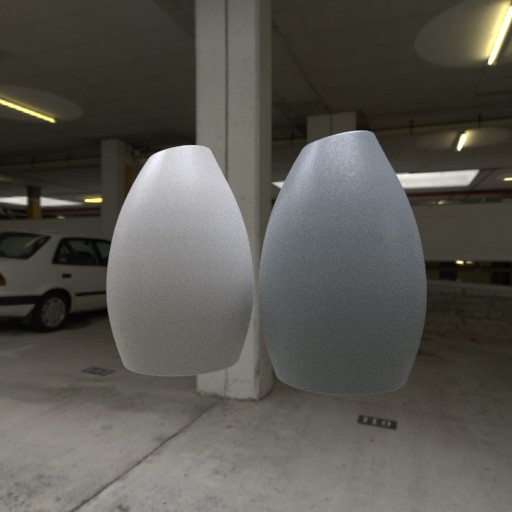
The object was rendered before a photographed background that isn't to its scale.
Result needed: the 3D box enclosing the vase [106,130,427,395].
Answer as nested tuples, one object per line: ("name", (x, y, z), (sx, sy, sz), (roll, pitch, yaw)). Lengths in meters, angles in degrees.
("vase", (0.000, 0.000, 0.259), (0.187, 0.131, 0.089), (0, 0, 19))
